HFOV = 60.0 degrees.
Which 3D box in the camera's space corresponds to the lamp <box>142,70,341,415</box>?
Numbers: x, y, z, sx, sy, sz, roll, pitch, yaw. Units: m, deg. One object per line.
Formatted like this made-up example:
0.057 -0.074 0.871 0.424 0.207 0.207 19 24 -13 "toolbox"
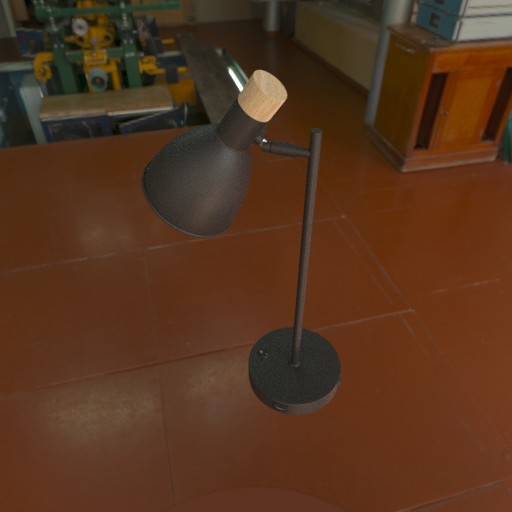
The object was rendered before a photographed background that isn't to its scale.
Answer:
0.000 0.000 0.597 0.287 0.483 0.152 13 42 15 "lamp"
